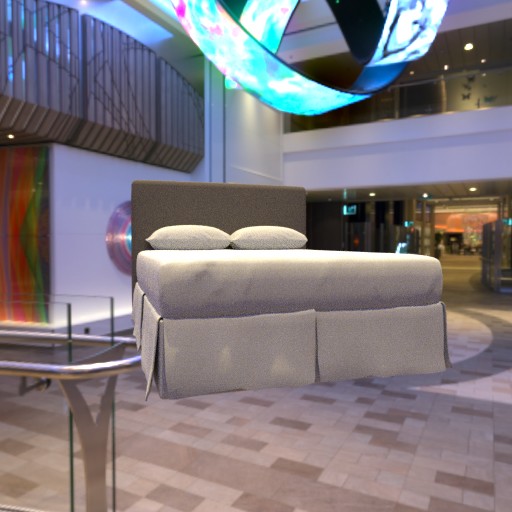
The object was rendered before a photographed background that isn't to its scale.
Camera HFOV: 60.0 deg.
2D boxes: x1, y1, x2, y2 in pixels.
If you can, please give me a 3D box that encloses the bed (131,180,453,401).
[{"bbox_3d":[0.000,0.000,3.273,1.748,1.330,2.142,-1,2,-18],"label":"bed"}]
